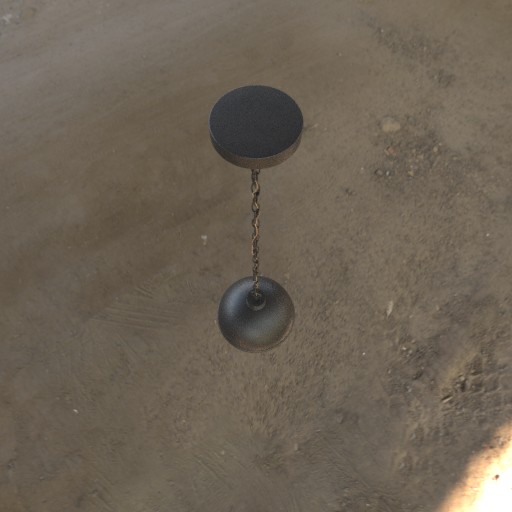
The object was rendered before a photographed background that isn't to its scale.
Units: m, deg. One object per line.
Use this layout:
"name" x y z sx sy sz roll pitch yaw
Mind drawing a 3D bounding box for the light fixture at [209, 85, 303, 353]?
"light fixture" 0.000 0.000 1.241 0.304 1.090 0.304 16 66 7
